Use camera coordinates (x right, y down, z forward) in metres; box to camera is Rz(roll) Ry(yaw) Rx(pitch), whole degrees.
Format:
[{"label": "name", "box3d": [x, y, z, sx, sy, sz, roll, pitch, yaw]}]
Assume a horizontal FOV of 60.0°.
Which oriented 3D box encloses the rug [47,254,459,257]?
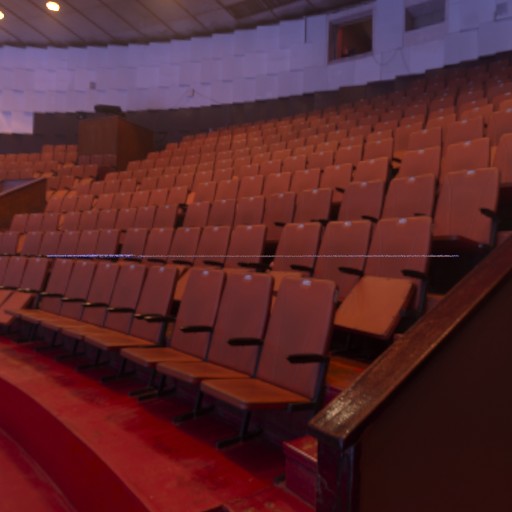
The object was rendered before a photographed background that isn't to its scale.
[{"label": "rug", "box3d": [0.000, 0.000, 2.966, 2.315, 0.010, 1.544, 0, 0, -36]}]
